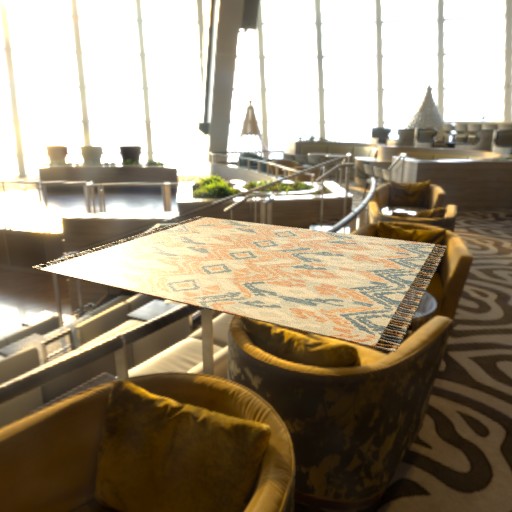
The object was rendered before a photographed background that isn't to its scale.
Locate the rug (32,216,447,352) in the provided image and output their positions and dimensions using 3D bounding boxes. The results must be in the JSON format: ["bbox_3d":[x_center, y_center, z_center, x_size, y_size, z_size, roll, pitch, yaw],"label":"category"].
[{"bbox_3d":[0.000,0.000,4.102,3.048,0.010,2.439,9,19,27],"label":"rug"}]
